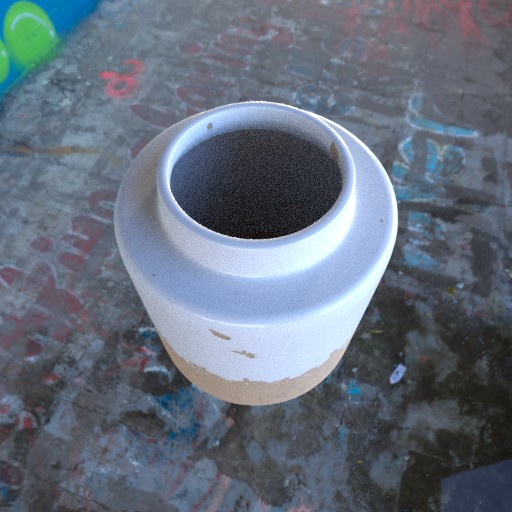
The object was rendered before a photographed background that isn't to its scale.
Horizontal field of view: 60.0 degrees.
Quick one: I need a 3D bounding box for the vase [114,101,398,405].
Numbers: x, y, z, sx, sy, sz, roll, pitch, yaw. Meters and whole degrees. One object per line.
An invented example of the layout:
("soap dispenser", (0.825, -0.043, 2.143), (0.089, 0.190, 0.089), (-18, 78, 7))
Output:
("vase", (0.000, 0.000, 0.288), (0.153, 0.167, 0.153), (0, 58, 0))
